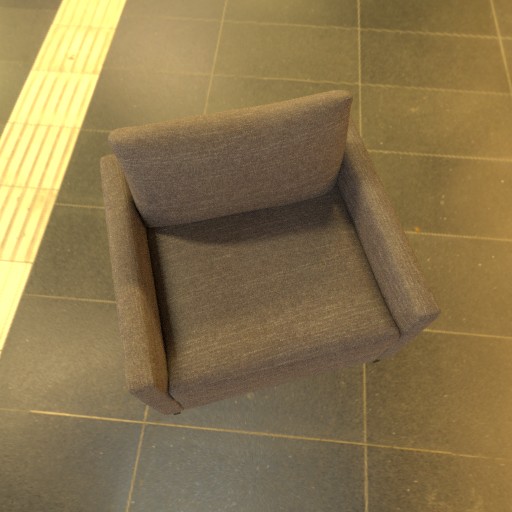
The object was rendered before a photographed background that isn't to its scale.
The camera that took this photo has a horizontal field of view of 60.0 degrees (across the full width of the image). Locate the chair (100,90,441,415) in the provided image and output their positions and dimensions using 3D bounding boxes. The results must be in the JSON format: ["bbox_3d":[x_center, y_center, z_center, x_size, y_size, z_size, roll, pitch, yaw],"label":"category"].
[{"bbox_3d":[0.000,0.000,1.568,0.940,0.841,0.845,-13,64,-6],"label":"chair"}]
